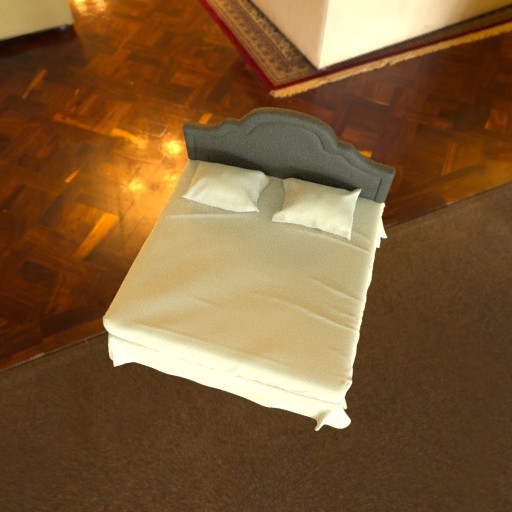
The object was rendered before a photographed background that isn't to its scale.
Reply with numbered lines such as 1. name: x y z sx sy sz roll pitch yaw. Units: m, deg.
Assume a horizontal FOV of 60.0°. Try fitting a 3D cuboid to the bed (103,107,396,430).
1. bed: 0.000 0.000 3.860 2.303 1.631 2.222 15 59 9
